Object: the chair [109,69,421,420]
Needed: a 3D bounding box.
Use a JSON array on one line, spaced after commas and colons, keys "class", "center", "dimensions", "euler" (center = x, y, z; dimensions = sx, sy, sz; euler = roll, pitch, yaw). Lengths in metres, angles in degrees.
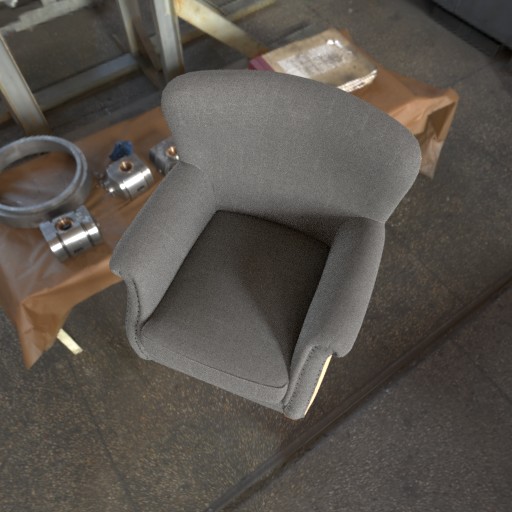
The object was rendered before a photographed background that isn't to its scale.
[{"class": "chair", "center": [0.000, 0.000, 1.635], "dimensions": [0.861, 0.936, 0.921], "euler": [19, 61, 11]}]
